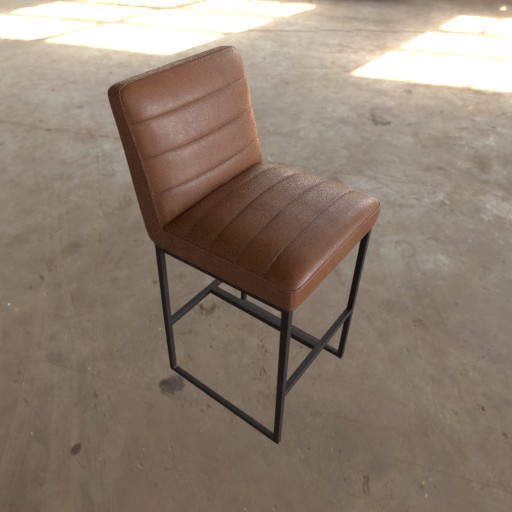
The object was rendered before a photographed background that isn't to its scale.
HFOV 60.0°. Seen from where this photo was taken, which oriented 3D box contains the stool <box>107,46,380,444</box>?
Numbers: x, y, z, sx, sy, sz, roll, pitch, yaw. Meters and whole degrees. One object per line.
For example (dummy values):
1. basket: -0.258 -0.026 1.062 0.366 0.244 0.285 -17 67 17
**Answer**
1. stool: 0.000 0.000 1.338 0.556 1.040 0.458 26 47 27
